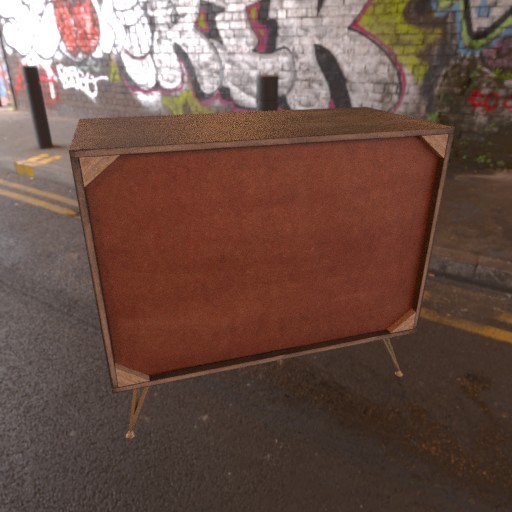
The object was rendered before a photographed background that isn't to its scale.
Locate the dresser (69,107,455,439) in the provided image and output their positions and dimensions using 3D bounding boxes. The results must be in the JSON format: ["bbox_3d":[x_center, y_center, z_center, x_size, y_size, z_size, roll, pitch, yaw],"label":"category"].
[{"bbox_3d":[0.000,0.000,1.375,0.923,0.801,0.453,-8,26,-15],"label":"dresser"}]
